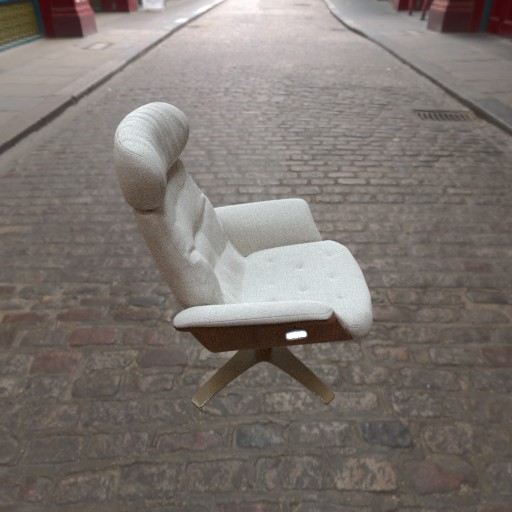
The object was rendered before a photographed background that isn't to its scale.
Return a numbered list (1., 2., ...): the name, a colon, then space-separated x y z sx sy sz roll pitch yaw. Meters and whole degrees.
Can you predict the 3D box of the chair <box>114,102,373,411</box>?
1. chair: 0.000 0.000 1.588 0.837 0.995 0.785 0 32 0
